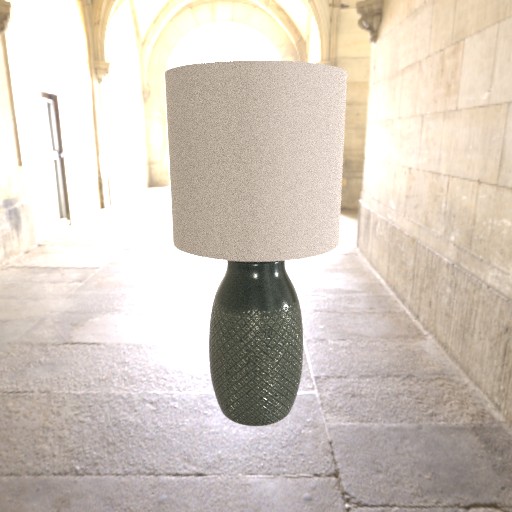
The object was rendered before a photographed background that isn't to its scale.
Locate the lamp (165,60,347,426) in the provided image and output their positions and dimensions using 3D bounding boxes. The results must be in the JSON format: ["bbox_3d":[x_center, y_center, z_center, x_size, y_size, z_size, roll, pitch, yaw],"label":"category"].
[{"bbox_3d":[0.000,0.000,0.594,0.217,0.453,0.217,14,21,43],"label":"lamp"}]
